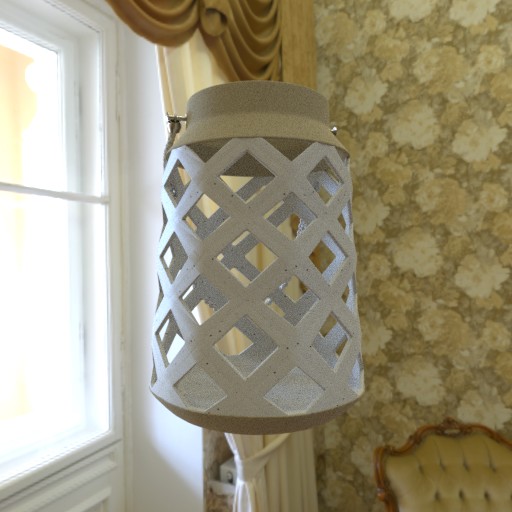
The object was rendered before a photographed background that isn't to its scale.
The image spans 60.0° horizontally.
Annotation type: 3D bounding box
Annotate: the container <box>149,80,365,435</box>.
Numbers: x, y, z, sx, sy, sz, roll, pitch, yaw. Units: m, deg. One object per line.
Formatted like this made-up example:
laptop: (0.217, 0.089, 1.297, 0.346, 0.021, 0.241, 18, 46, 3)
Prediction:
container: (0.000, 0.000, 0.346, 0.163, 0.229, 0.172, 0, 0, -17)
